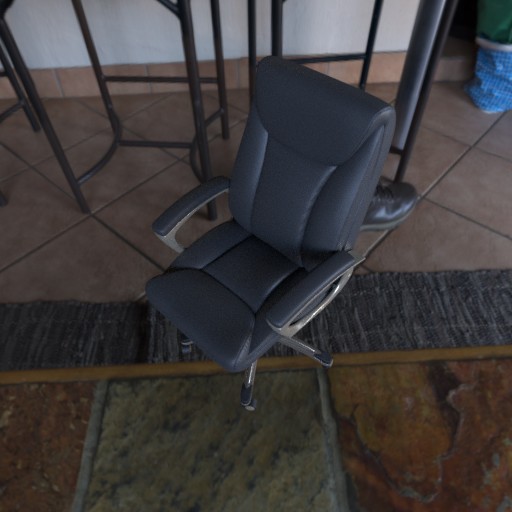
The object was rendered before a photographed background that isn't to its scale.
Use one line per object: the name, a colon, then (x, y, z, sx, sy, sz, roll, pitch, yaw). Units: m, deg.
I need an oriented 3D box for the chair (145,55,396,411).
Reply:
chair: (0.000, 0.000, 1.645, 0.694, 1.188, 0.748, 35, 57, 27)
